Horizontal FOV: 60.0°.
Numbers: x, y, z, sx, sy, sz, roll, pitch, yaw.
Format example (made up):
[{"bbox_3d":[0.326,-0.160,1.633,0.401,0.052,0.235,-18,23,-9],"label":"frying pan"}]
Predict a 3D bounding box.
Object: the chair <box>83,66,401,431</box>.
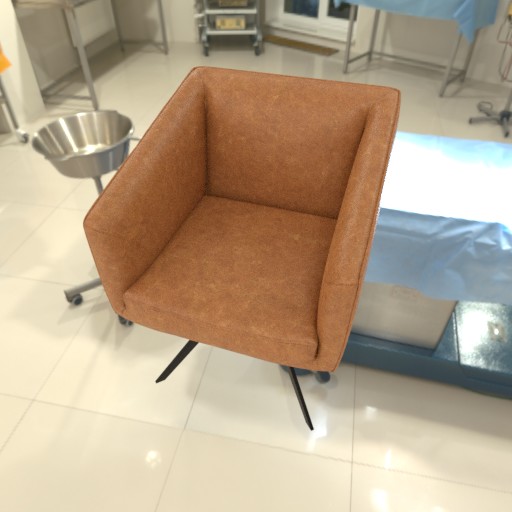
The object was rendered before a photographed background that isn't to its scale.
[{"bbox_3d":[0.000,0.000,1.206,0.588,0.760,0.625,12,42,14],"label":"chair"}]
